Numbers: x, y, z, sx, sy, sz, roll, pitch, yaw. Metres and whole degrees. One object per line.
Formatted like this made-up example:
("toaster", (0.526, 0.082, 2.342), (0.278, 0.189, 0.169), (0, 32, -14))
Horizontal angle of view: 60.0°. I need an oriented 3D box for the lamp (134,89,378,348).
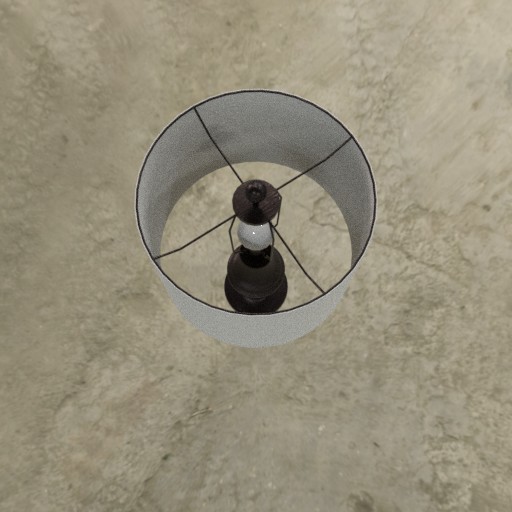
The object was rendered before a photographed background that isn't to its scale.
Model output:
("lamp", (0.000, 0.000, 0.931), (0.383, 0.726, 0.383), (0, 76, 0))
